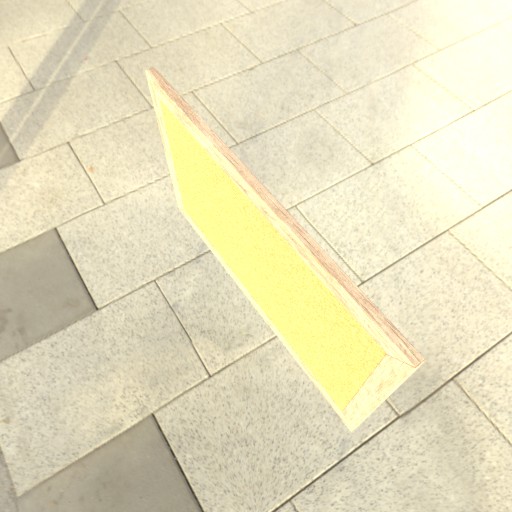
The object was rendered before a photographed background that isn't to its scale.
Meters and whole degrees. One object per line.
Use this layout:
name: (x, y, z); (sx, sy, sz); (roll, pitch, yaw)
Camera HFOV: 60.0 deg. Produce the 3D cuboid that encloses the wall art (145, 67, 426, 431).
wall art: (0.000, 0.000, 0.975); (0.021, 0.480, 0.780); (-31, 64, -17)
